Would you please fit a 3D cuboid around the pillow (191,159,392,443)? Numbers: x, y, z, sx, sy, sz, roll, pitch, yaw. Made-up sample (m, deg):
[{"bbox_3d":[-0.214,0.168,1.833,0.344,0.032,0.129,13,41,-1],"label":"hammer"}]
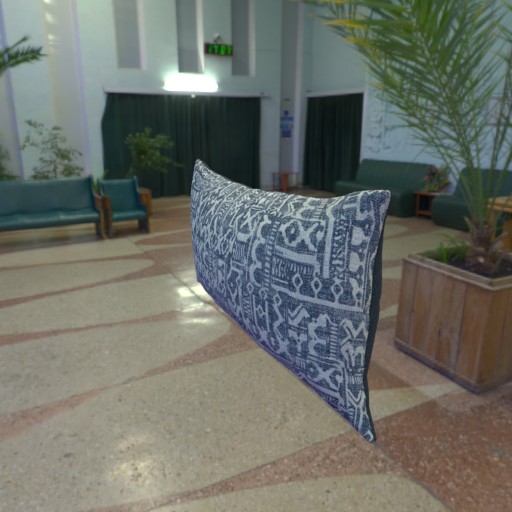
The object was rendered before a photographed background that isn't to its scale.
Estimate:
[{"bbox_3d":[0.000,0.000,0.745,0.148,0.292,0.631,-7,17,-25],"label":"pillow"}]
